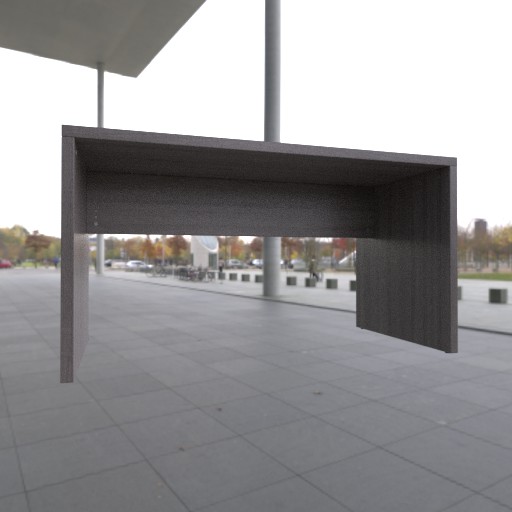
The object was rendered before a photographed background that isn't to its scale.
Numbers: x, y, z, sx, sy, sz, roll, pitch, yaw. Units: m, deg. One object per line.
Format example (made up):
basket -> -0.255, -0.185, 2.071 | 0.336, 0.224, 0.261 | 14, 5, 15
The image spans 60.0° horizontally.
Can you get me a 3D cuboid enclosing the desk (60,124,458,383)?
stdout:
desk -> 0.000, 0.000, 1.797 | 1.380, 0.745, 0.690 | 0, 0, -17
